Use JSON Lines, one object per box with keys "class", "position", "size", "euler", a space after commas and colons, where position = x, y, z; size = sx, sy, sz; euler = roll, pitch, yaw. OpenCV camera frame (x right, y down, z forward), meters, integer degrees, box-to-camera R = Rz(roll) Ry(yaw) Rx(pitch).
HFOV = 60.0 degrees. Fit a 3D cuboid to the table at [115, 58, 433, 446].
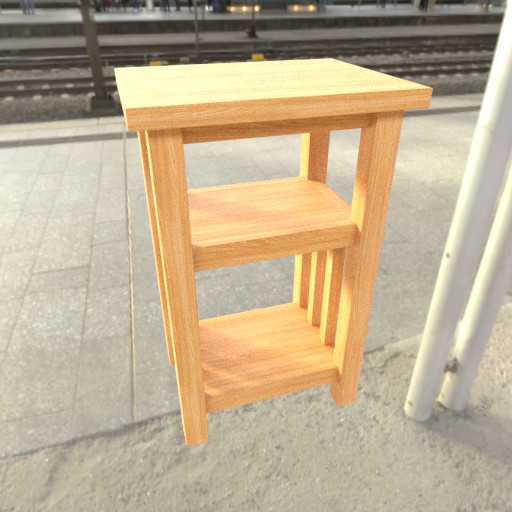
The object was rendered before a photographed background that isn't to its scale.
{"class": "table", "position": [0.000, 0.000, 0.725], "size": [0.350, 0.550, 0.270], "euler": [-9, 32, -15]}
